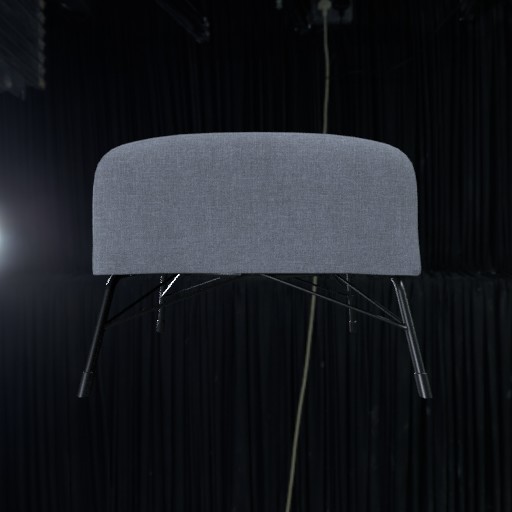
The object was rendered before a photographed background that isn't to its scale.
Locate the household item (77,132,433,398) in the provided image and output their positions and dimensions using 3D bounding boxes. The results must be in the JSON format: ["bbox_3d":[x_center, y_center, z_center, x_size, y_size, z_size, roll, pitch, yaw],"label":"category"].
[{"bbox_3d":[0.000,0.000,0.915,0.530,0.410,0.530,0,1,1],"label":"household item"}]
